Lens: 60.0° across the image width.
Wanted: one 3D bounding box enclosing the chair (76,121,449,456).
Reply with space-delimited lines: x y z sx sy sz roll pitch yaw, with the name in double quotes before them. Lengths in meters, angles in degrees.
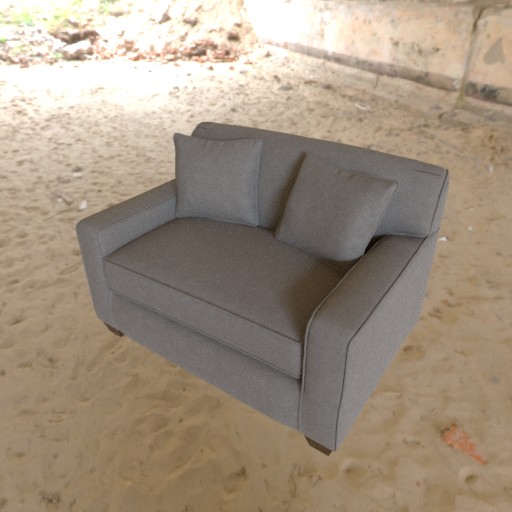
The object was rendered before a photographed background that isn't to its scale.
"chair" 0.000 0.000 2.085 1.395 0.953 0.992 20 36 29
